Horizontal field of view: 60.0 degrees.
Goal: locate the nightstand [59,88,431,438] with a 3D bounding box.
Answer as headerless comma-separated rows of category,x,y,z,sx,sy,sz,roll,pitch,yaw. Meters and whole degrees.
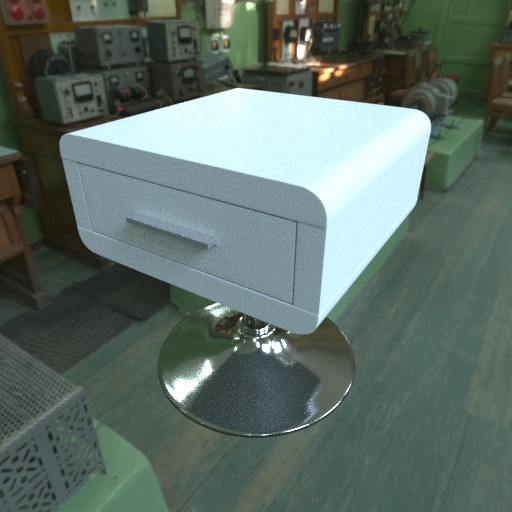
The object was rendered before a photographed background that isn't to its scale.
nightstand,0.000,0.000,0.746,0.399,0.447,0.404,18,35,28
